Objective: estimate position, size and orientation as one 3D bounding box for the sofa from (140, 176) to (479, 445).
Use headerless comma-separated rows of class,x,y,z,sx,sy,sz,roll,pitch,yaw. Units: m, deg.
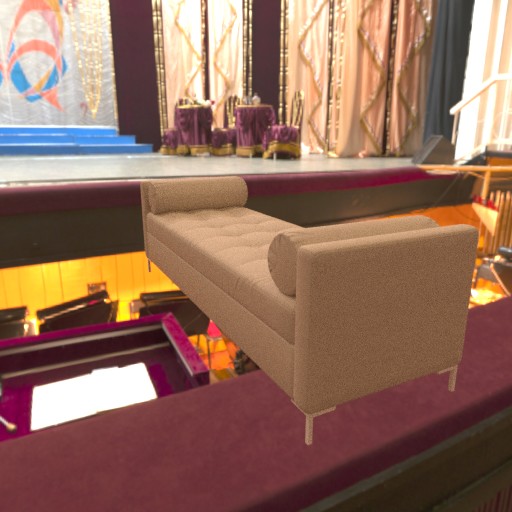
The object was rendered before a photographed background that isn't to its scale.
sofa,0.000,0.000,2.263,0.686,0.635,1.981,-8,18,-26
